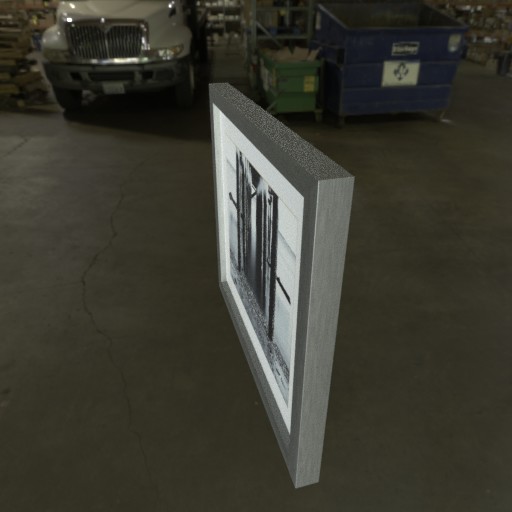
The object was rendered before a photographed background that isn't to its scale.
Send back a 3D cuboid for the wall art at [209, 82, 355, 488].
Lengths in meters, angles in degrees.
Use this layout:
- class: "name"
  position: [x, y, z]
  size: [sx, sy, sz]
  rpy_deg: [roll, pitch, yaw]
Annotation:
- class: "wall art"
  position: [0.000, 0.000, 0.528]
  size: [0.028, 0.330, 0.380]
  rpy_deg: [-8, 31, -14]
